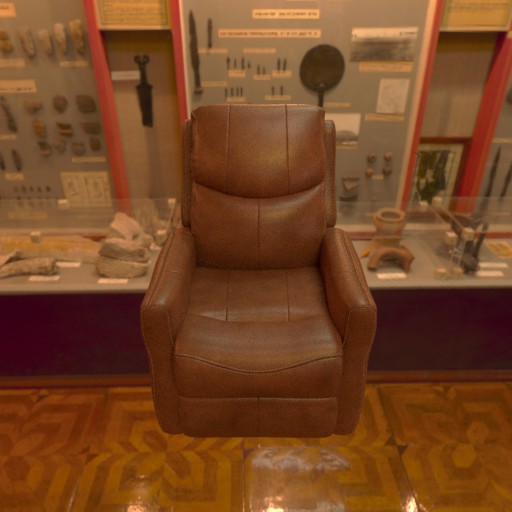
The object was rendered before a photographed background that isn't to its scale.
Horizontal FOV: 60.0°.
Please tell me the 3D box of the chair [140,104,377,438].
[{"bbox_3d":[0.000,0.000,1.777,0.821,1.016,1.072,0,31,0],"label":"chair"}]
